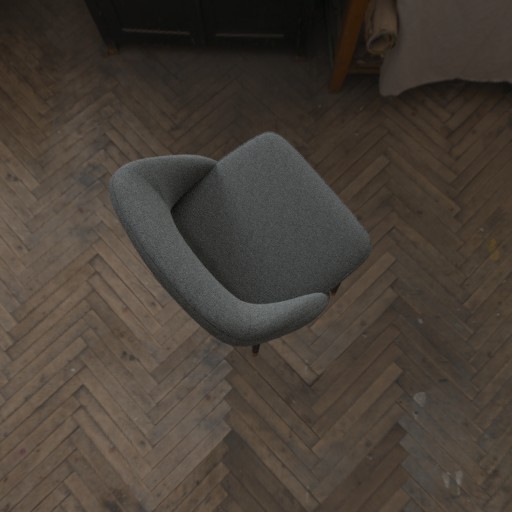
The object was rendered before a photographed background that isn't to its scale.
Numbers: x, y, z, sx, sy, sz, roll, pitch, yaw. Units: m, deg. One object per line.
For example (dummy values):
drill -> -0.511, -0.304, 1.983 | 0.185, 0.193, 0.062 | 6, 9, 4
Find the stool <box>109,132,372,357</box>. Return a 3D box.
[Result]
stool -> 0.000, 0.000, 1.391 | 0.524, 1.089, 0.536 | -37, 78, -9
